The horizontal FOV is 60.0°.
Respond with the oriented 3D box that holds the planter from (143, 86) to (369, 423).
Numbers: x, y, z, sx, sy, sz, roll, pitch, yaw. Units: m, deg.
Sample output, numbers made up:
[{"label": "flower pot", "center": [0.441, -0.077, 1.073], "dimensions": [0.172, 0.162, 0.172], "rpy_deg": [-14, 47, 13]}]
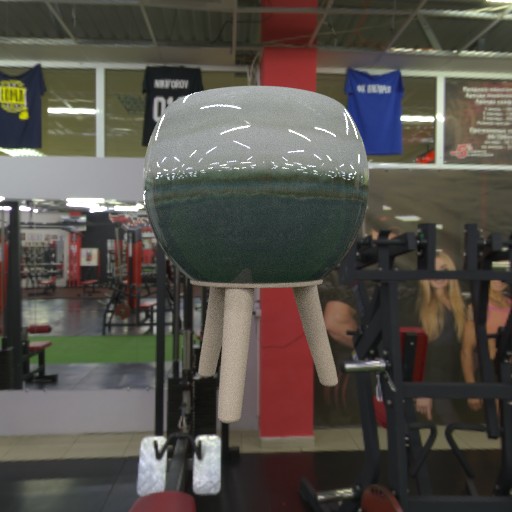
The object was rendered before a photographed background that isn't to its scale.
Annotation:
[{"label": "planter", "center": [0.000, 0.000, 0.448], "dimensions": [0.222, 0.278, 0.222], "rpy_deg": [0, 1, 0]}]
